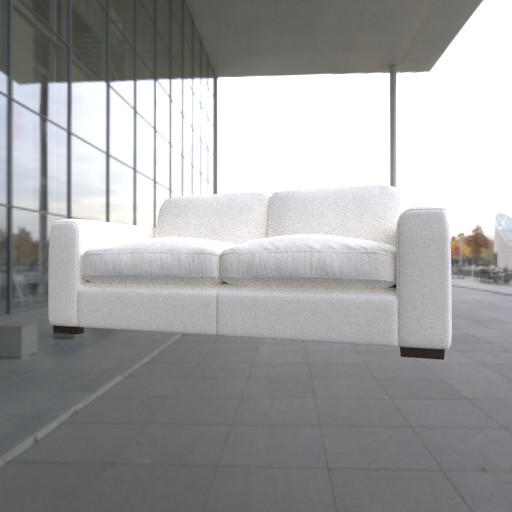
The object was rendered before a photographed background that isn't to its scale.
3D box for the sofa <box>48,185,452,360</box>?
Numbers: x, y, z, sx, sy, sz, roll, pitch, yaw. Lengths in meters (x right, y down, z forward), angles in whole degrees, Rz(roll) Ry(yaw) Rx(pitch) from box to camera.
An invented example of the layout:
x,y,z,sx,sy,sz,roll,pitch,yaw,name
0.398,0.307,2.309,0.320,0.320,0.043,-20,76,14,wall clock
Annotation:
x,y,z,sx,sy,sz,roll,pitch,yaw,name
0.000,0.000,2.447,1.920,0.801,1.069,0,0,19,sofa
